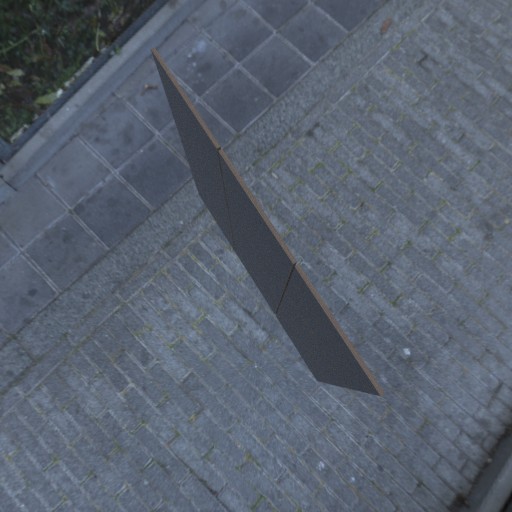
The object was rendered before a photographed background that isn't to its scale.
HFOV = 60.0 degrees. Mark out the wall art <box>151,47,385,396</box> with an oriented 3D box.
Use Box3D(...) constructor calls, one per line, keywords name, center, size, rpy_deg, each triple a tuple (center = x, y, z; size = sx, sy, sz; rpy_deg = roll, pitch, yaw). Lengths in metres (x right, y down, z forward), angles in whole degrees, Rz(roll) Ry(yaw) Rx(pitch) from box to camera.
Box3D(name="wall art", center=(0.000, 0.000, 1.840), size=(0.013, 1.216, 1.216), rpy_deg=(-31, 78, -7))
